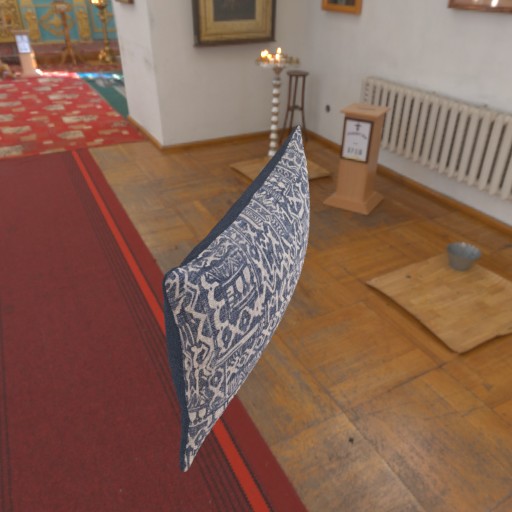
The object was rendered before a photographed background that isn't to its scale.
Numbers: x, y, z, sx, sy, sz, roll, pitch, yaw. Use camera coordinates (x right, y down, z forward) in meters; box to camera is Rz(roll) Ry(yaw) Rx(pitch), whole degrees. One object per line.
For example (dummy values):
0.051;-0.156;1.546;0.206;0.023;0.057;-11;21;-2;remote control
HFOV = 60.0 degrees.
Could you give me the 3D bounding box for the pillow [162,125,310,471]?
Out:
0.000;0.000;0.754;0.148;0.292;0.631;9;32;15;pillow
